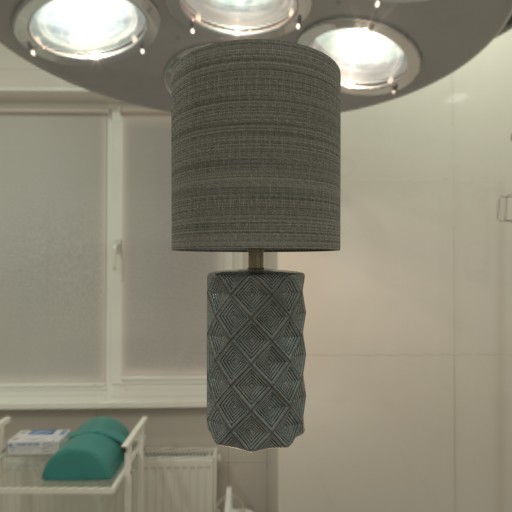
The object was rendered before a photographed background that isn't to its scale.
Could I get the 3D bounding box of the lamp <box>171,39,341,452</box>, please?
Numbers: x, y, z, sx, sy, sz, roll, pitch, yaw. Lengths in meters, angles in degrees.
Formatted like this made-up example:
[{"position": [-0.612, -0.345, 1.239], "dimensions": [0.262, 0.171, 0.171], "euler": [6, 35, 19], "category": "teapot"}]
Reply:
[{"position": [0.000, 0.000, 0.712], "dimensions": [0.268, 0.566, 0.269], "euler": [0, -1, -1], "category": "lamp"}]
